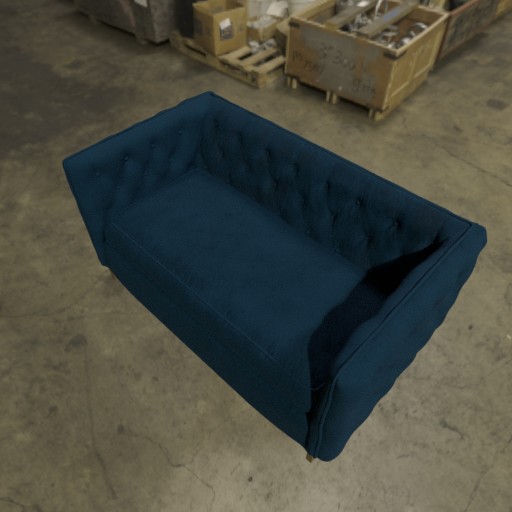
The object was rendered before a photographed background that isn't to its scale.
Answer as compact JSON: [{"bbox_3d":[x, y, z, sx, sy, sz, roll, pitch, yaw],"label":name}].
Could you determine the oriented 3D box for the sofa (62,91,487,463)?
[{"bbox_3d":[0.000,0.000,2.048,1.583,0.810,0.909,35,57,28],"label":"sofa"}]
